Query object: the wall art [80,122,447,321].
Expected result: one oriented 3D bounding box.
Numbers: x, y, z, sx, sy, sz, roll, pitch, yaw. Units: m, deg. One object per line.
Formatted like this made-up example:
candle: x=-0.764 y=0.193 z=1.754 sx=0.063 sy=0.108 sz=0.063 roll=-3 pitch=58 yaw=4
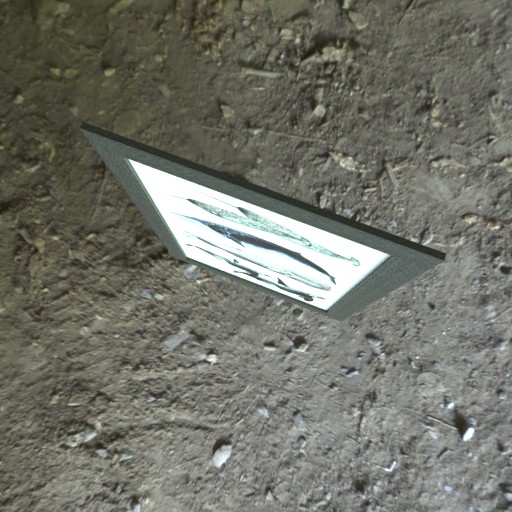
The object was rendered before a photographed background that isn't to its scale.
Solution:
wall art: x=0.000 y=0.000 z=1.460 sx=0.810 sy=1.116 sz=0.016 roll=21 pitch=76 yaw=5
